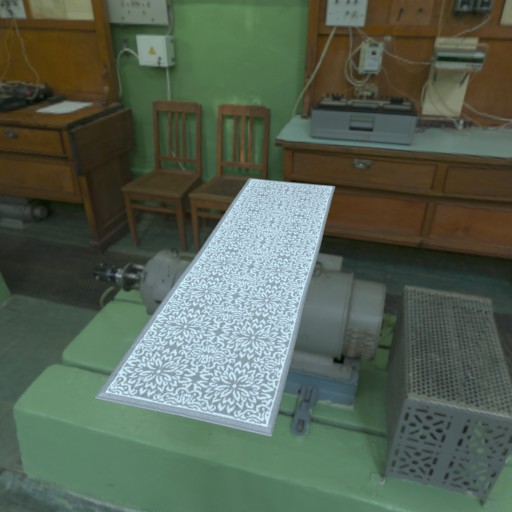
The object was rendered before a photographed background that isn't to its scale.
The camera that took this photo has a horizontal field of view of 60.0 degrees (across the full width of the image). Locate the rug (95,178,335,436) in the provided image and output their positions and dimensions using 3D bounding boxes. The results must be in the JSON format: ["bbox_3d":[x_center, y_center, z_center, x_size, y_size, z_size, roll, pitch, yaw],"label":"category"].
[{"bbox_3d":[0.000,0.000,2.450,0.662,0.011,2.196,8,32,12],"label":"rug"}]
